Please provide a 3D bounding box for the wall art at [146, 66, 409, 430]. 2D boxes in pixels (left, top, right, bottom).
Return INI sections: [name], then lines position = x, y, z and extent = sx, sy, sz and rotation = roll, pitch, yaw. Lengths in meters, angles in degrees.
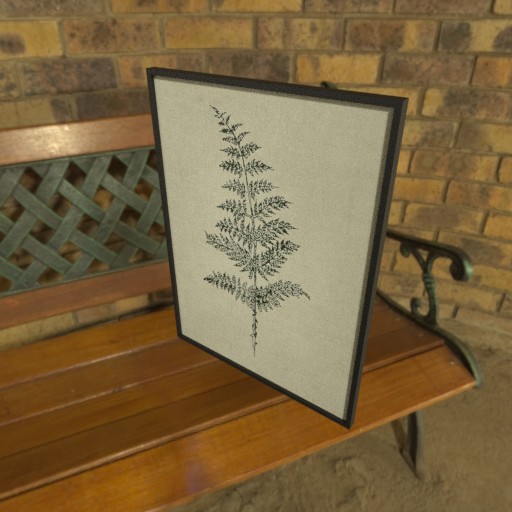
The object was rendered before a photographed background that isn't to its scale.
[wall art]
position = 0.000, 0.000, 1.434
extent = 0.802, 1.070, 0.036
rotation = 20, 36, 30
